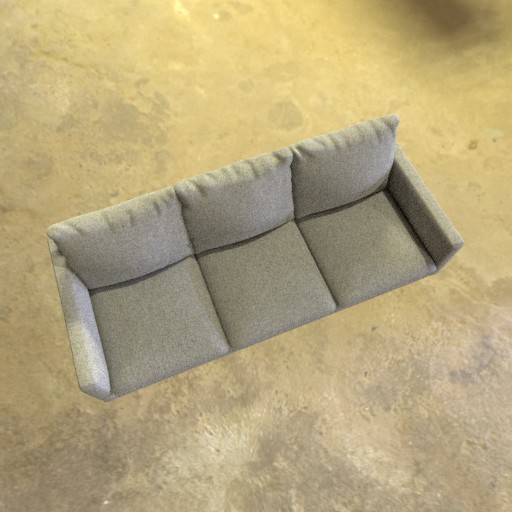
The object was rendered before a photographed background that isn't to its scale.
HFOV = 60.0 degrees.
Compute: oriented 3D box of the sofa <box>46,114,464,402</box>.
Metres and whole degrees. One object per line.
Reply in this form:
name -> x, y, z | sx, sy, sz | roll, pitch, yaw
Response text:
sofa -> 0.000, 0.000, 2.415 | 2.000, 0.830, 0.850 | -20, 66, -9
